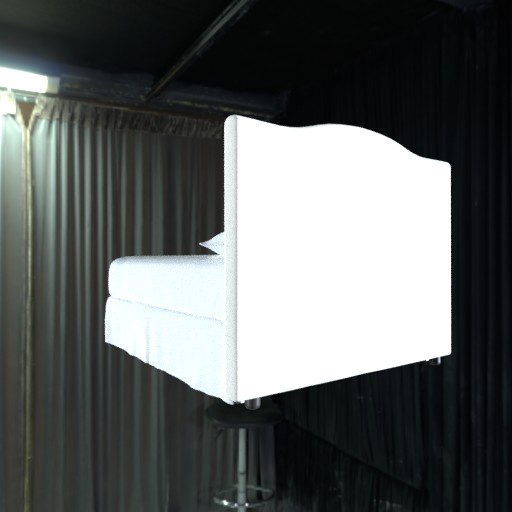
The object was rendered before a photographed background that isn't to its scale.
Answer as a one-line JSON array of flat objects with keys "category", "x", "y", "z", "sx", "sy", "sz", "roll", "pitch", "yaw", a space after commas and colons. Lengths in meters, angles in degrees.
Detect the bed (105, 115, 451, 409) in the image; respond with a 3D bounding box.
[{"category": "bed", "x": 0.000, "y": 0.000, "z": 3.362, "sx": 1.753, "sy": 1.460, "sz": 2.143, "roll": 0, "pitch": 0, "yaw": -36}]
